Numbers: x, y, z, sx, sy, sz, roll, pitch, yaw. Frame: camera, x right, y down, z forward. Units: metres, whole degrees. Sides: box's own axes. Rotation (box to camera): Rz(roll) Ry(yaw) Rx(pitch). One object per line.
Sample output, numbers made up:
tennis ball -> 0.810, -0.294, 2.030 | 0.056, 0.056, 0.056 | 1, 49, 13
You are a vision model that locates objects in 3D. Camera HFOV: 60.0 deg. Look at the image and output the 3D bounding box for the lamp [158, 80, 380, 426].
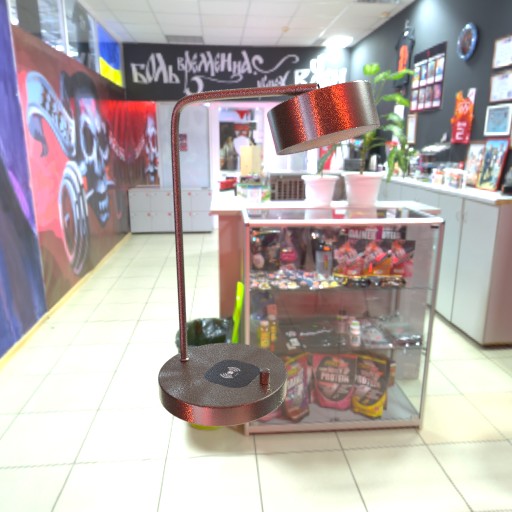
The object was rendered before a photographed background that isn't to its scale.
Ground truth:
lamp -> 0.000, 0.000, 0.653 | 0.334, 0.469, 0.211 | 8, 16, 27
